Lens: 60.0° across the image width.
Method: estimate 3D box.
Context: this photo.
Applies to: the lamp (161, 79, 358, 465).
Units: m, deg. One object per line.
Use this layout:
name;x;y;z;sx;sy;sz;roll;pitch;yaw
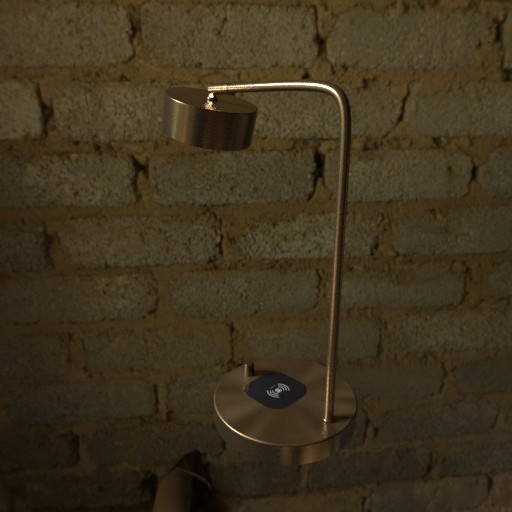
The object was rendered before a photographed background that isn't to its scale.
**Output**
lamp;0.000;0.000;0.516;0.171;0.380;0.270;-17;25;-42
